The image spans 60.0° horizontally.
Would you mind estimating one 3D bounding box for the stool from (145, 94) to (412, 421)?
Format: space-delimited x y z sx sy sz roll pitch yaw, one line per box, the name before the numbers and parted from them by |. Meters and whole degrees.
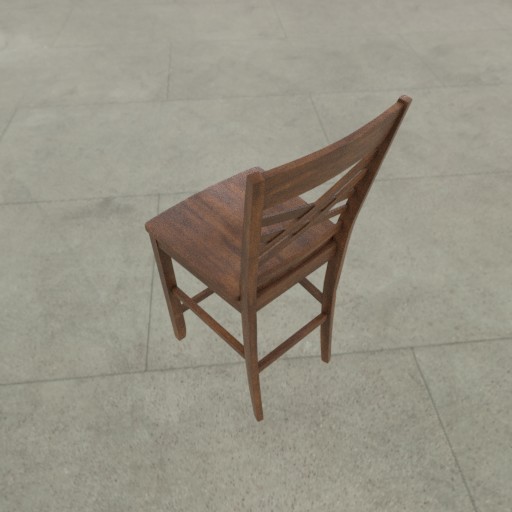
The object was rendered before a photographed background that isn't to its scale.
stool | 0.000 0.000 1.378 0.462 1.079 0.539 -32 54 -27
